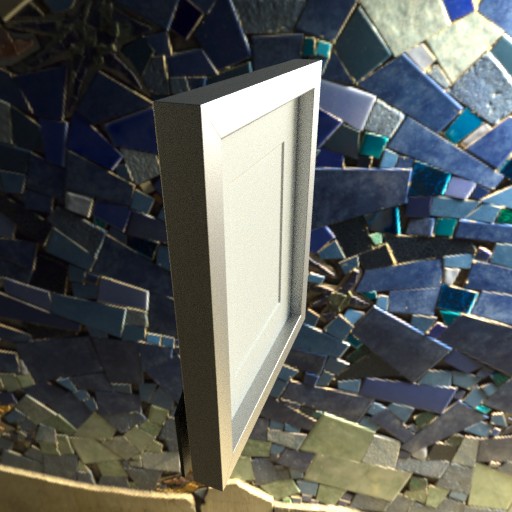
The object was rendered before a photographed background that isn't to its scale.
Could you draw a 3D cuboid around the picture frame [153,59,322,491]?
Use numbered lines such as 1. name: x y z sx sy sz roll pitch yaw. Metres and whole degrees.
1. picture frame: 0.000 0.000 0.369 0.036 0.282 0.233 10 30 18
